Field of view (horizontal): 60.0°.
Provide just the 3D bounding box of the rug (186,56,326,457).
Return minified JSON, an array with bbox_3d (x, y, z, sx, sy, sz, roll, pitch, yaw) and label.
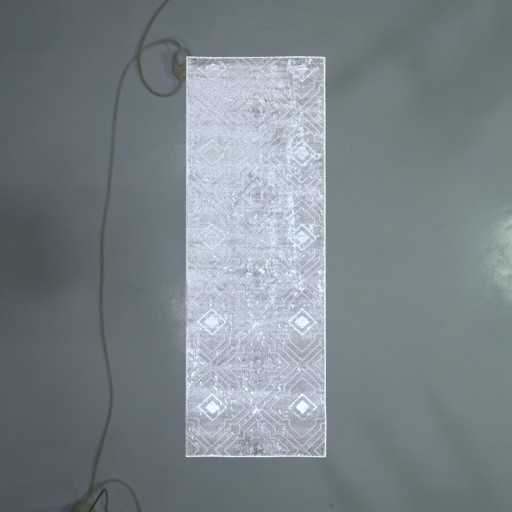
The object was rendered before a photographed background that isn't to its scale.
[{"bbox_3d":[0.000,0.000,2.639,0.832,0.035,2.381,0,89,0],"label":"rug"}]
